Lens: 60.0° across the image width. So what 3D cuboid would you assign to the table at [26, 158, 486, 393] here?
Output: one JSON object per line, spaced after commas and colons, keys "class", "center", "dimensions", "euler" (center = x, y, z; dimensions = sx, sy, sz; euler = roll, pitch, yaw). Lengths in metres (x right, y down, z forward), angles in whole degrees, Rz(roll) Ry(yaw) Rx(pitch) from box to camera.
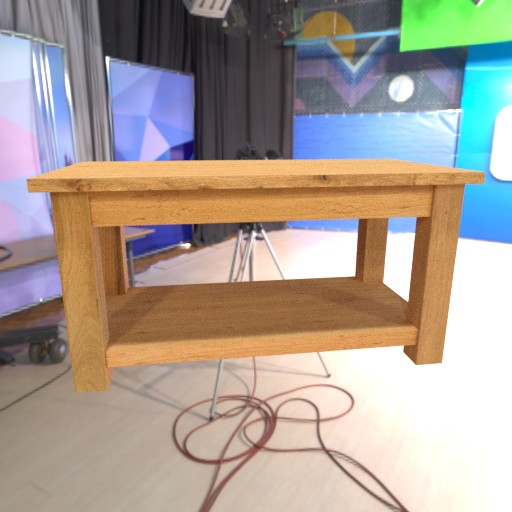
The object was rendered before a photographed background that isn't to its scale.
{"class": "table", "center": [0.000, 0.000, 1.133], "dimensions": [0.899, 0.452, 0.450], "euler": [-2, 16, -8]}
